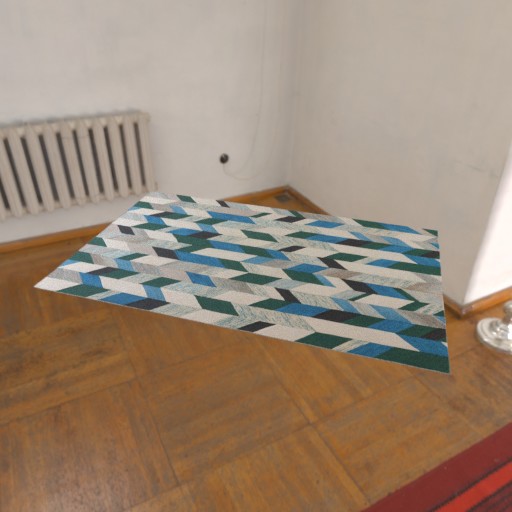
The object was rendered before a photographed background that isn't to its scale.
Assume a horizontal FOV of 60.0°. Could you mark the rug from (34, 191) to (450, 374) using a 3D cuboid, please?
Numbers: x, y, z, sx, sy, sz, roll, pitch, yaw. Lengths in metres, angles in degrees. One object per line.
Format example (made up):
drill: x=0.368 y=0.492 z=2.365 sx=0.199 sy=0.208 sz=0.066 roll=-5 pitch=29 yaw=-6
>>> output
rug: x=0.000 y=0.000 z=3.053 sx=2.433 sy=0.007 sz=1.507 roll=9 pitch=34 yaw=14
